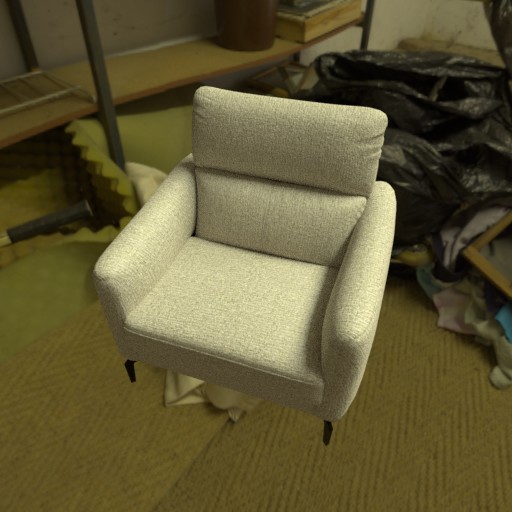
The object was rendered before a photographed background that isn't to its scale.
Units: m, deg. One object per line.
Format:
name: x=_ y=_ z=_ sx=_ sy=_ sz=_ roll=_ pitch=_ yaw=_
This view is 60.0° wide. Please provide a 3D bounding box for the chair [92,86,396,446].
chair: x=0.000 y=0.000 z=1.696 sx=0.972 sy=0.967 sz=0.835 roll=13 pitch=42 yaw=14
